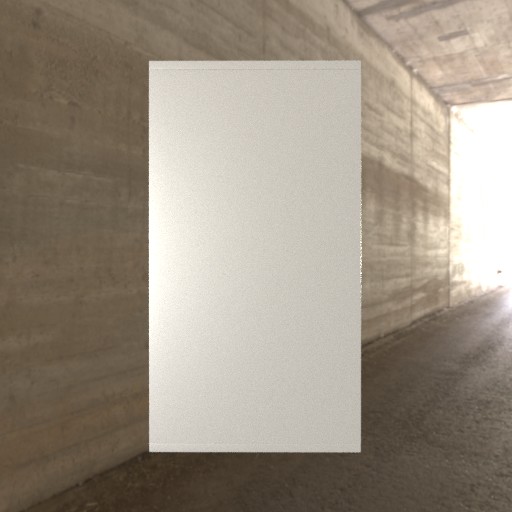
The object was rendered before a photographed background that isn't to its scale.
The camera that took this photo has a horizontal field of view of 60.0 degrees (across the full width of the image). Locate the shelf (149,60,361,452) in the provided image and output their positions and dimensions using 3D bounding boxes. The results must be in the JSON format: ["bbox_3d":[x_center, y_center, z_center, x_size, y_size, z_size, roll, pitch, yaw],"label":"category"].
[{"bbox_3d":[0.000,0.000,1.275,0.396,0.732,0.895,0,0,0],"label":"shelf"}]
